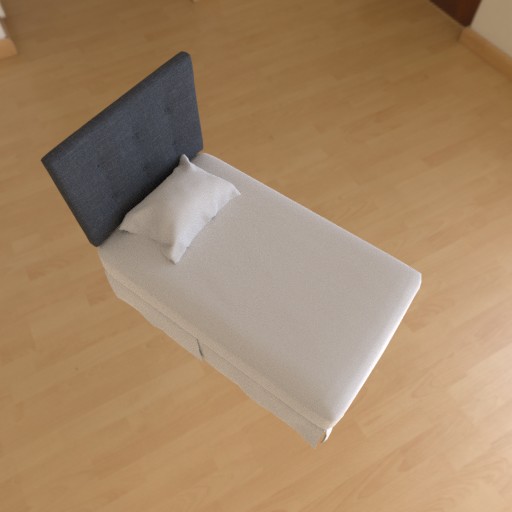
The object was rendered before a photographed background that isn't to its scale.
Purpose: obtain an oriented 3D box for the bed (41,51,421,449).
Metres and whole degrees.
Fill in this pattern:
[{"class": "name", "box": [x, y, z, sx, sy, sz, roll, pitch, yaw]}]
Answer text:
[{"class": "bed", "box": [0.000, 0.000, 2.906, 1.997, 1.571, 1.261, 32, 64, 18]}]
